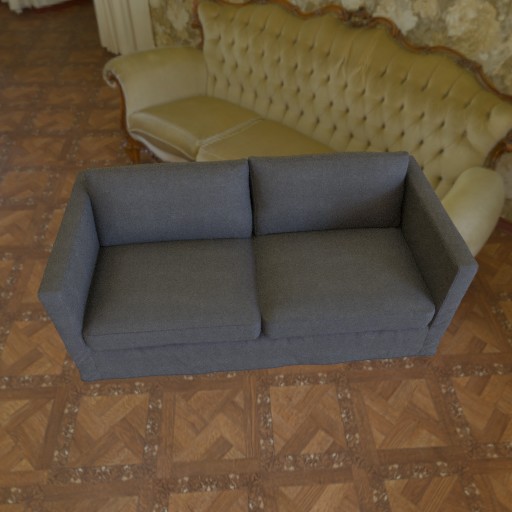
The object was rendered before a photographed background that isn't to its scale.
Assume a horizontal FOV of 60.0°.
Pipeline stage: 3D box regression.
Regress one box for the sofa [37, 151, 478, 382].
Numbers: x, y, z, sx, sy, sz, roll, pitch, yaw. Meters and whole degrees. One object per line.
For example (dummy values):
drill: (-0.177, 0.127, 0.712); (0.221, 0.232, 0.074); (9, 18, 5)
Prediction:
sofa: (0.000, 0.000, 2.446); (1.982, 0.855, 0.953); (-3, 46, -3)
